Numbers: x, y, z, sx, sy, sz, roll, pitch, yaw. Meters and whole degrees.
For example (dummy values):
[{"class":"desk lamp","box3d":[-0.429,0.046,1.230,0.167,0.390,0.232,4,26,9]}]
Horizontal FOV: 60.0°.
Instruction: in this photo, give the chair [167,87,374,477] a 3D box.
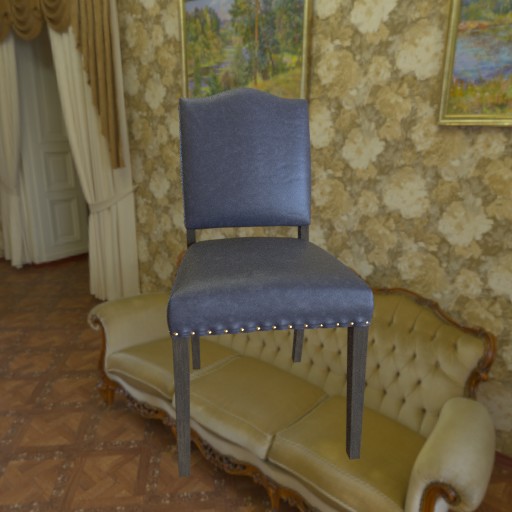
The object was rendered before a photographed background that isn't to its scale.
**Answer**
[{"class":"chair","box3d":[0.000,0.000,1.325,0.500,0.991,0.633,-2,16,-8]}]
